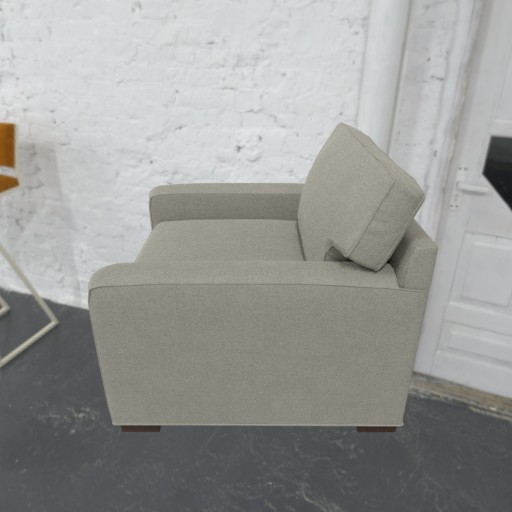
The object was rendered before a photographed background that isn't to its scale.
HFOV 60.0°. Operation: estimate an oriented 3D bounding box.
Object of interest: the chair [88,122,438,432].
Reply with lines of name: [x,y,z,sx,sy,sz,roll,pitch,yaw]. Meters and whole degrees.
chair: [0.000,0.000,1.812,1.044,0.934,0.999,0,27,0]
